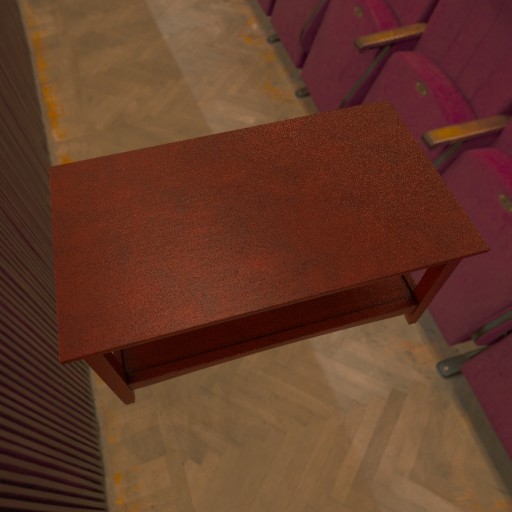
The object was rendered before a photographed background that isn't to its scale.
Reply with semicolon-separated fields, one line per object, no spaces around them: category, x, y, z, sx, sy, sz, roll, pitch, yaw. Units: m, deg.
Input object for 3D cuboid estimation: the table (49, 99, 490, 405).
table;0.000;0.000;1.251;0.943;0.456;0.533;-14;59;-9
